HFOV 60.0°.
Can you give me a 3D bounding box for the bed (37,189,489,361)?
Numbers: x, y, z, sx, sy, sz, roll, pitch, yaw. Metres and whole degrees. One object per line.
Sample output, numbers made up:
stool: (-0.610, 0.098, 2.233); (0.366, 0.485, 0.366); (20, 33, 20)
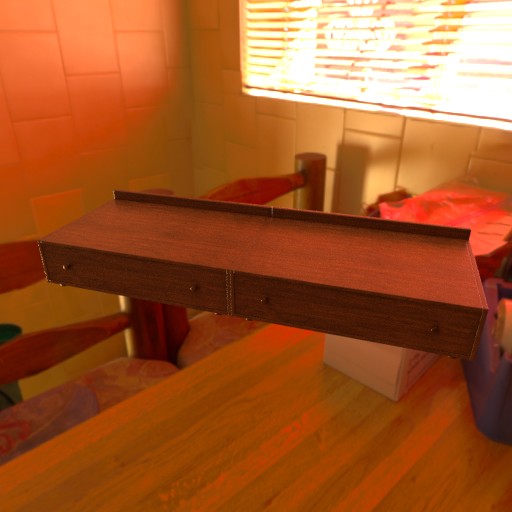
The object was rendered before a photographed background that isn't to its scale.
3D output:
bed: (0.000, 0.000, 2.297); (2.057, 0.326, 0.787); (8, 27, 16)
